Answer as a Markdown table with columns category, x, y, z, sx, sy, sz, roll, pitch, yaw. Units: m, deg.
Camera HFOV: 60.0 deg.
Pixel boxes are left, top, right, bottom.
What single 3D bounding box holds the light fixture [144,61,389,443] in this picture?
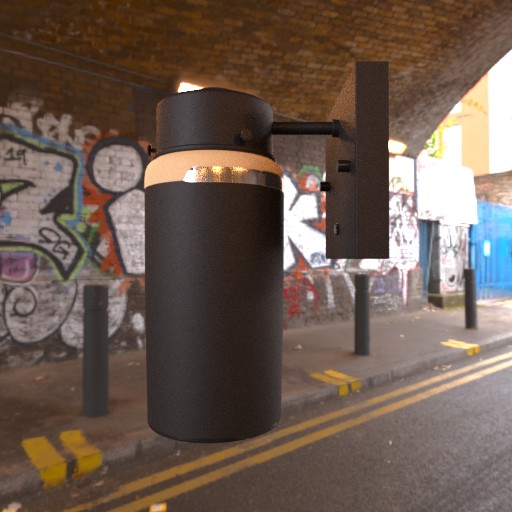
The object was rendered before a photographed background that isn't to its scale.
| category | x | y | z | sx | sy | sz | roll | pitch | yaw |
| --- | --- | --- | --- | --- | --- | --- | --- | --- | --- |
| light fixture | 0.000 | 0.000 | 0.355 | 0.176 | 0.257 | 0.130 | 0 | 0 | 0 |
